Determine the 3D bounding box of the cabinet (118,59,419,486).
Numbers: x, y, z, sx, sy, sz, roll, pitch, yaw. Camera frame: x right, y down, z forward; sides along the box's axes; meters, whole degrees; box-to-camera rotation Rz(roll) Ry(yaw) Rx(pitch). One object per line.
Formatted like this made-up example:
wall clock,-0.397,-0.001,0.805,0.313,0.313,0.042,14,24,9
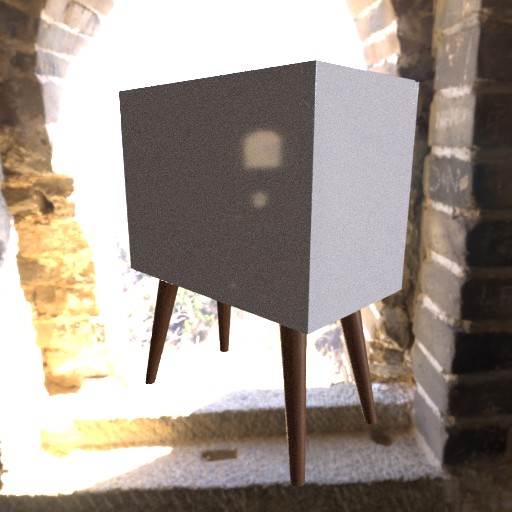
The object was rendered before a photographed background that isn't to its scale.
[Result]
cabinet,0.000,0.000,1.072,0.591,0.772,0.344,14,20,43
